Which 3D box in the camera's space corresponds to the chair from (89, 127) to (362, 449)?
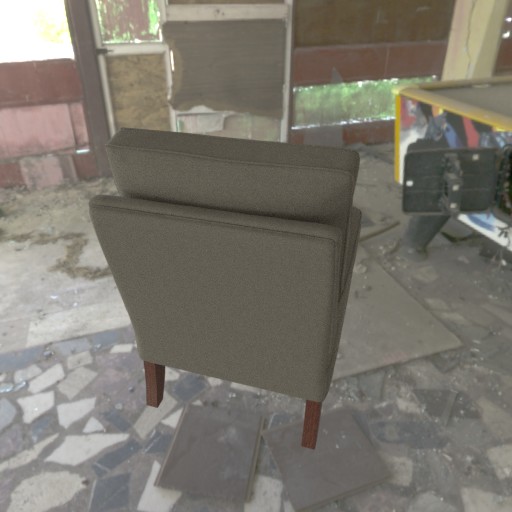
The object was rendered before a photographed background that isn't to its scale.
[{"bbox_3d":[0.000,0.000,1.679,0.724,1.045,0.924,9,33,15],"label":"chair"}]
